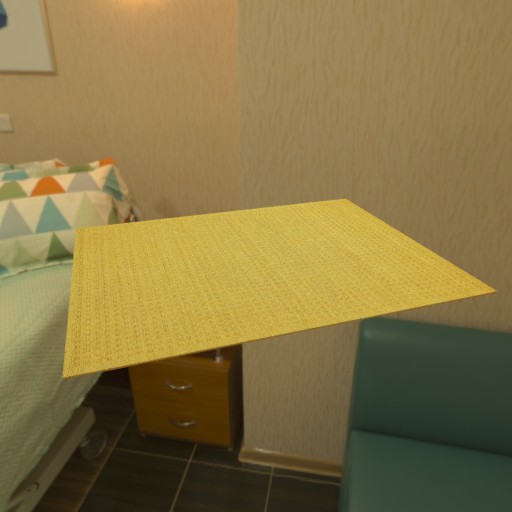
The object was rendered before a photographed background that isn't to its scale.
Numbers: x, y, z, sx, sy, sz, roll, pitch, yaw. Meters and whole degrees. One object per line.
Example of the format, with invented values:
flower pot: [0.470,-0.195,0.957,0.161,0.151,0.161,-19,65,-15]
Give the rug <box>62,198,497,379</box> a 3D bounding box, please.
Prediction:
rug: [0.000,0.000,4.153,3.242,0.015,2.486,-8,27,-17]
